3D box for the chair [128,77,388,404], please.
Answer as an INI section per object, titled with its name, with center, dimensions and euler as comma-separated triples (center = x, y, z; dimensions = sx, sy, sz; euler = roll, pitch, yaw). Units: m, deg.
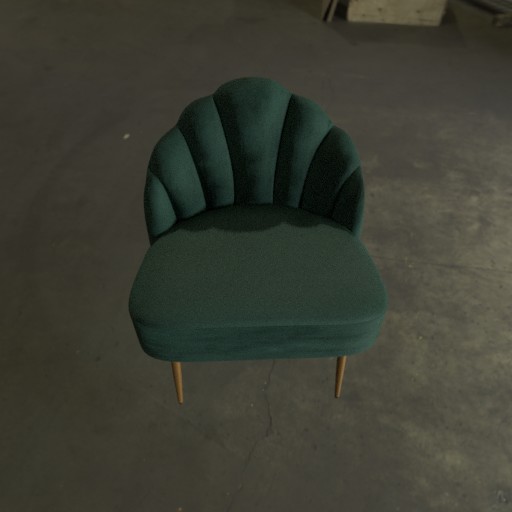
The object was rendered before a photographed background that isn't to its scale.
[chair]
center = 0.000, 0.000, 1.299
dimensions = 0.657, 0.819, 0.599
euler = -2, 44, -2
